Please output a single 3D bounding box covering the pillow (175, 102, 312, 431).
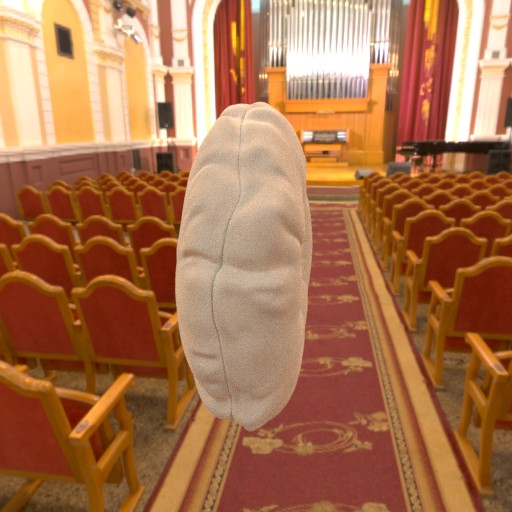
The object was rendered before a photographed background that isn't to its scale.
[{"bbox_3d":[0.000,0.000,0.620,0.148,0.407,0.428,3,16,9],"label":"pillow"}]
